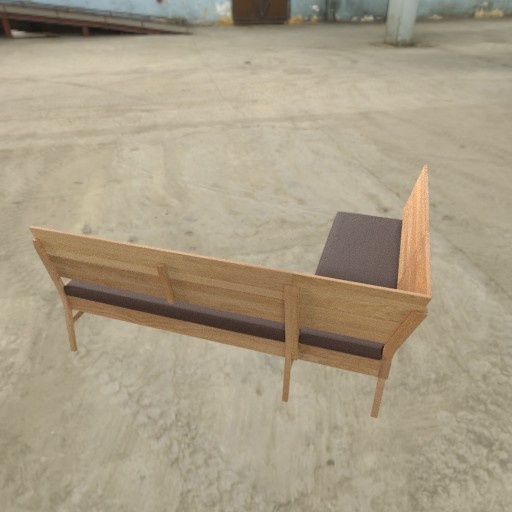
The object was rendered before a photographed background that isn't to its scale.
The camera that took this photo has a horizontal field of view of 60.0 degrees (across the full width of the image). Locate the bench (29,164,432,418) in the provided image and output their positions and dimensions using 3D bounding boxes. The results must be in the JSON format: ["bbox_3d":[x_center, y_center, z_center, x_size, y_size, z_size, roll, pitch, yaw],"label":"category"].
[{"bbox_3d":[0.000,0.000,2.852,1.975,0.890,1.549,9,33,14],"label":"bench"}]
